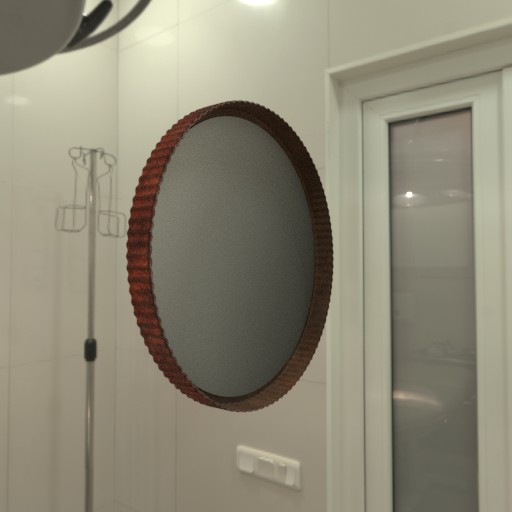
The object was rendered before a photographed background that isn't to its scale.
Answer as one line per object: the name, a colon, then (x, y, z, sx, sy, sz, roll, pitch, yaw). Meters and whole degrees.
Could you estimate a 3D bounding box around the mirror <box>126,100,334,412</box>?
mirror: (0.000, 0.000, 0.911, 0.056, 0.609, 0.609, -1, -2, 36)
